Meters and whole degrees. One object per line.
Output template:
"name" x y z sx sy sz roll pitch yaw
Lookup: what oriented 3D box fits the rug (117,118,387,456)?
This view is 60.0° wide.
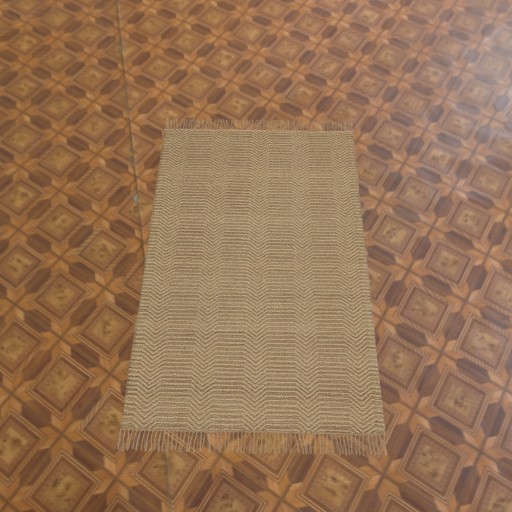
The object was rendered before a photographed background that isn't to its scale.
"rug" 0.000 0.000 3.066 1.528 0.034 2.523 1 63 0
